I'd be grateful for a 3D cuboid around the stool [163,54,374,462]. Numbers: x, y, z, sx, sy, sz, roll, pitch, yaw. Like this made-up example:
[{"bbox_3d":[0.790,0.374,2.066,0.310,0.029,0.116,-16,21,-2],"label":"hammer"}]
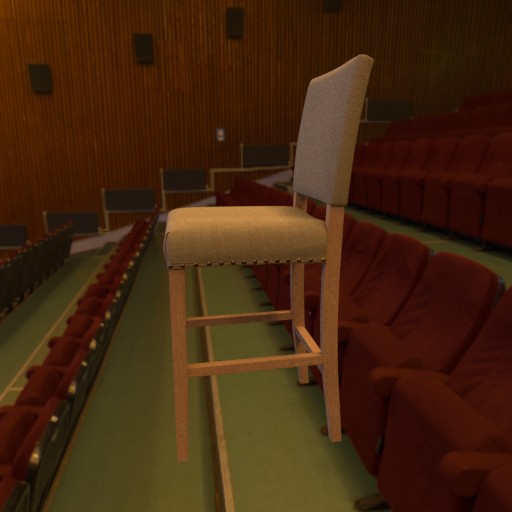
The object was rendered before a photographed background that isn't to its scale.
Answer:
[{"bbox_3d":[0.000,0.000,1.468,0.585,1.173,0.445,-2,14,-10],"label":"stool"}]
